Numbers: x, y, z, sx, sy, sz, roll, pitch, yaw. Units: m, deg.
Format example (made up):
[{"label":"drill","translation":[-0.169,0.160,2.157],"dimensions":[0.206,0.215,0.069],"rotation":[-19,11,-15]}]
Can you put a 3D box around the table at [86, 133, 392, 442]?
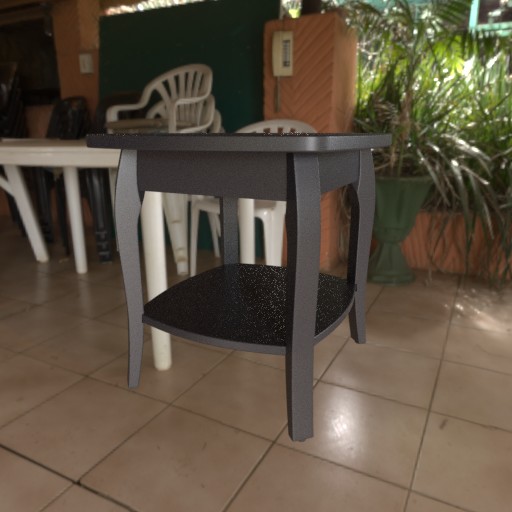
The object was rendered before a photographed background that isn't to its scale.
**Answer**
[{"label":"table","translation":[0.000,0.000,0.858],"dimensions":[0.457,0.457,0.508],"rotation":[8,18,25]}]
